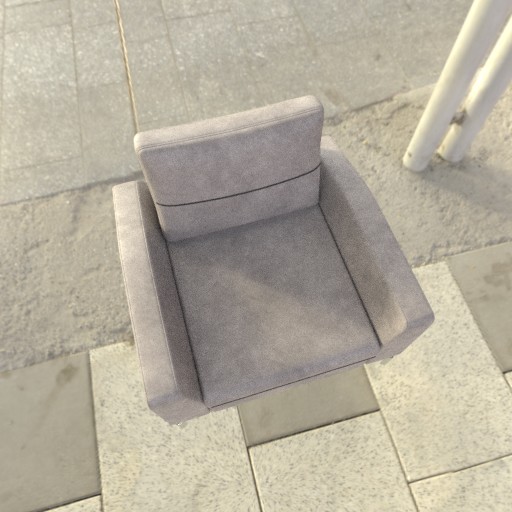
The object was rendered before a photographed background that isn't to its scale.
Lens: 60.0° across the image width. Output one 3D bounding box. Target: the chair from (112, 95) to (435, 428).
[{"bbox_3d":[0.000,0.000,1.586,0.900,0.800,0.900,-15,64,-8],"label":"chair"}]
